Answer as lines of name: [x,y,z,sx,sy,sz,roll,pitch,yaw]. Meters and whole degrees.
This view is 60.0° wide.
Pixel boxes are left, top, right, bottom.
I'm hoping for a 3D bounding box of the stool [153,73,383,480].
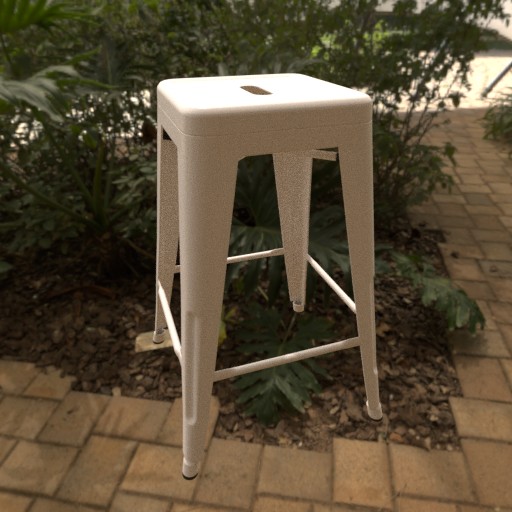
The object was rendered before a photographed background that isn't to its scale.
stool: [0.000,0.000,0.845,0.406,0.610,0.406,-10,31,-17]
